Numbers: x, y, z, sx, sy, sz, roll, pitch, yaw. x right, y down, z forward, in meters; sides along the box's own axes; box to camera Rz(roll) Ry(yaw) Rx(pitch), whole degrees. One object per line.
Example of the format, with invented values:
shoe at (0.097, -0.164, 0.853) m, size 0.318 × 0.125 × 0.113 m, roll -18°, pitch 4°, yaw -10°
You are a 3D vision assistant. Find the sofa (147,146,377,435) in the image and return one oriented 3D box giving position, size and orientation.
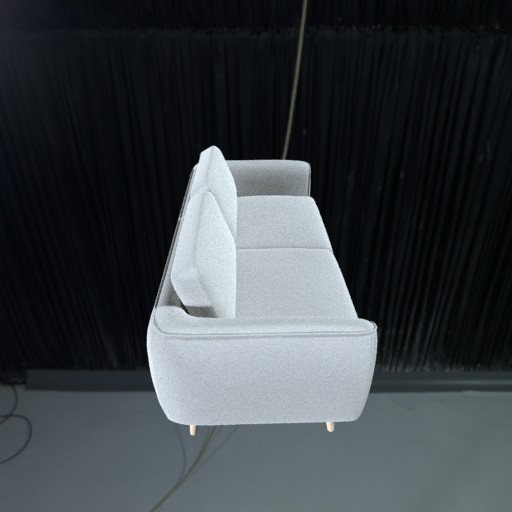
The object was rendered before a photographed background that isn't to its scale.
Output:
sofa at (0.000, 0.000, 2.530) m, size 0.920 × 0.850 × 2.000 m, roll -1°, pitch 30°, yaw -2°
